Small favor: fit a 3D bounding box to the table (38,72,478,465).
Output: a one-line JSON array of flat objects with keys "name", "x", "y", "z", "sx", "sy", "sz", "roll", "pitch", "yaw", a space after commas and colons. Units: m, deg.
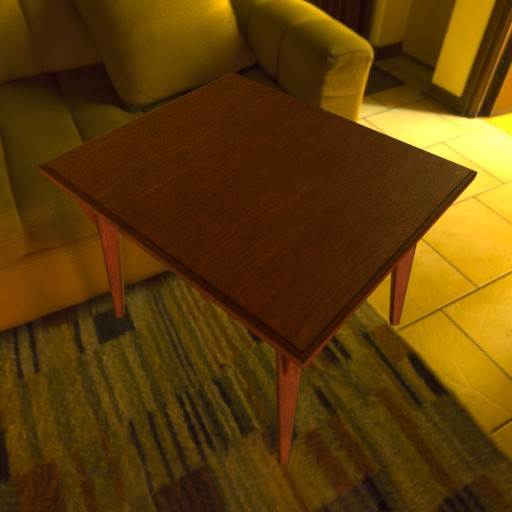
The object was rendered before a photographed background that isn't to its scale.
[{"name": "table", "x": 0.000, "y": 0.000, "z": 1.577, "sx": 0.991, "sy": 0.761, "sz": 0.838, "roll": 33, "pitch": 55, "yaw": 27}]
